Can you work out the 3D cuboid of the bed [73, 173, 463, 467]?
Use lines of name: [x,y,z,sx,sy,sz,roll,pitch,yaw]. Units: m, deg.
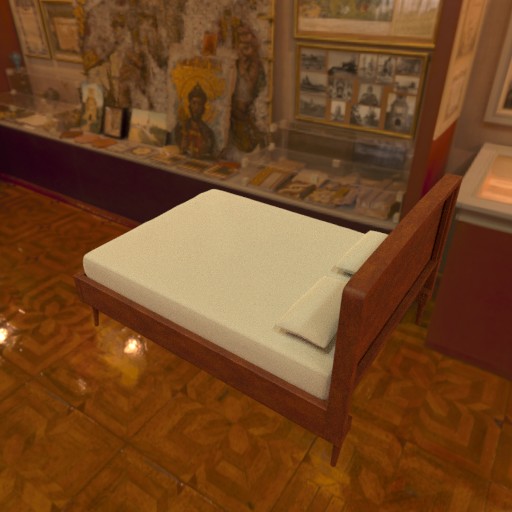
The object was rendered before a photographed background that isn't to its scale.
bed: [0.000,0.000,3.207,2.196,1.275,1.587,21,38,29]
